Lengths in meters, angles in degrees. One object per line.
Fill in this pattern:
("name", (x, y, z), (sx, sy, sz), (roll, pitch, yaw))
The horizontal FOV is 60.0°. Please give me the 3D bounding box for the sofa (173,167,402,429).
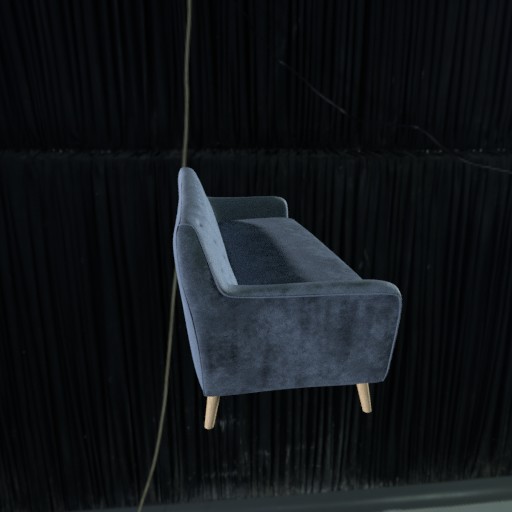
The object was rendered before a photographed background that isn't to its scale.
("sofa", (0.000, 0.000, 2.475), (0.841, 0.832, 1.975), (-3, 17, -9))
